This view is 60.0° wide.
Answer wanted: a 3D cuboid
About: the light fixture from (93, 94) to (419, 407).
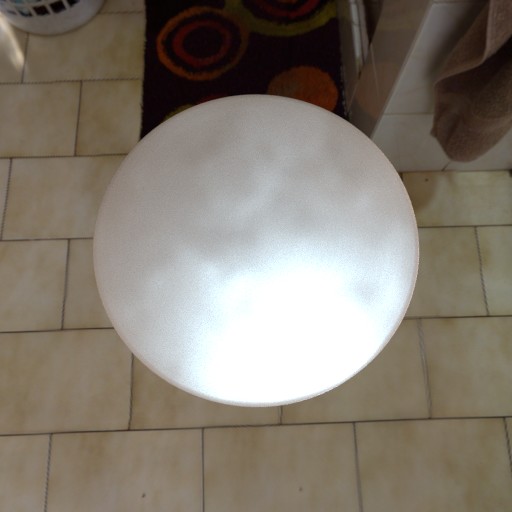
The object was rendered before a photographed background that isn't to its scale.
[{"bbox_3d":[0.000,0.000,0.446,0.280,0.135,0.280,0,75,0],"label":"light fixture"}]
